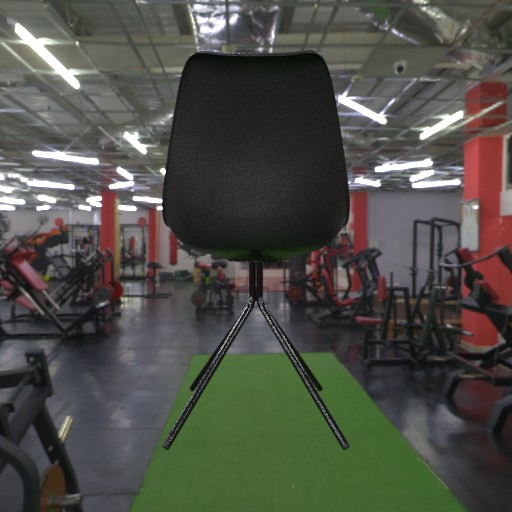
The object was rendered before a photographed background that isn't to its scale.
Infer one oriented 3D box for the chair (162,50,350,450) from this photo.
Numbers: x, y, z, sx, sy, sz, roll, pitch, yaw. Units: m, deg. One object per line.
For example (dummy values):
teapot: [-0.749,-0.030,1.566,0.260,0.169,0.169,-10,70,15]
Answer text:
chair: [0.000,0.000,1.156,0.461,0.850,0.525,0,1,0]
